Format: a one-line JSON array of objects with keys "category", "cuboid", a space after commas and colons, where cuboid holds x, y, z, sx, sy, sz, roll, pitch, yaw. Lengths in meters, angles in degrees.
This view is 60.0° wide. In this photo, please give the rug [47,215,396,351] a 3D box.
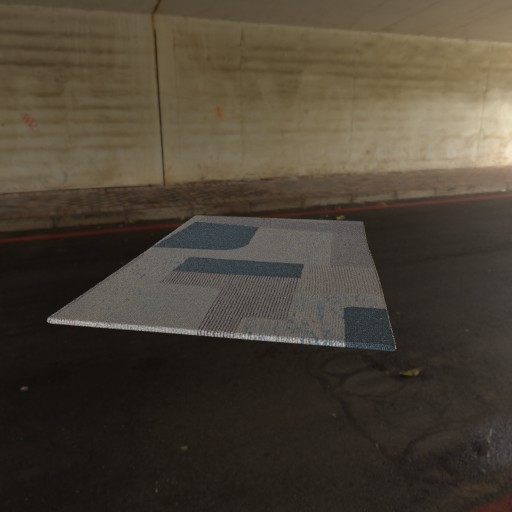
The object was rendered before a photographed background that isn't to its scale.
[{"category": "rug", "cuboid": [0.000, 0.000, 2.386, 1.238, 0.020, 1.847, 3, 17, 9]}]
